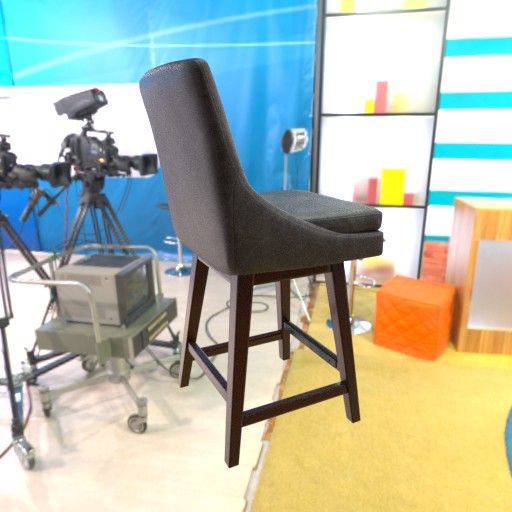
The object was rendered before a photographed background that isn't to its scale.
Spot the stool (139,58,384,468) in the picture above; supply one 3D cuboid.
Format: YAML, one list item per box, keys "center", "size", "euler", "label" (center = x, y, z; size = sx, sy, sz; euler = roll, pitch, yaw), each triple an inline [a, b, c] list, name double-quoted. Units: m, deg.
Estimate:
- center: [0.000, 0.000, 1.359]
  size: [0.587, 1.046, 0.492]
  euler: [-8, 18, -26]
  label: "stool"
